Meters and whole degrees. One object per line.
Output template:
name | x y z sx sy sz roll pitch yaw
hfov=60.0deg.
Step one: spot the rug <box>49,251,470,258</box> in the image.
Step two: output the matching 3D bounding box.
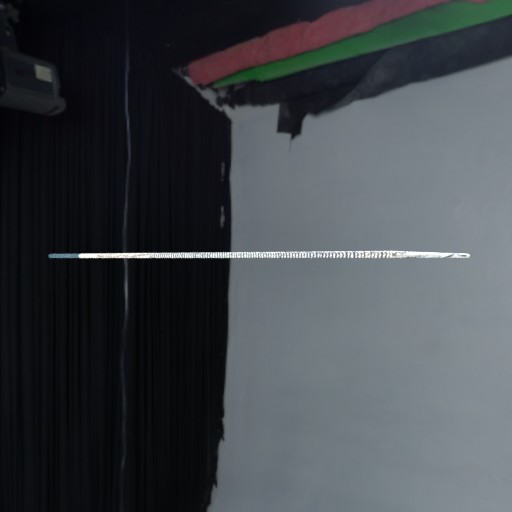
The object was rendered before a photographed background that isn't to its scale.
rug | 0.000 0.000 2.327 1.847 0.020 1.238 0 0 35
